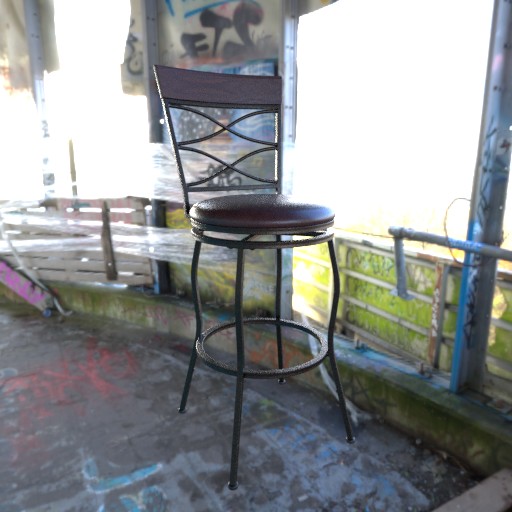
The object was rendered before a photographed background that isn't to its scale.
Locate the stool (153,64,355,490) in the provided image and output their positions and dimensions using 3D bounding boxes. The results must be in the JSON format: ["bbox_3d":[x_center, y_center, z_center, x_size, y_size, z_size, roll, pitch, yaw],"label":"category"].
[{"bbox_3d":[0.000,0.000,1.363,0.448,1.130,0.513,-7,15,-28],"label":"stool"}]
